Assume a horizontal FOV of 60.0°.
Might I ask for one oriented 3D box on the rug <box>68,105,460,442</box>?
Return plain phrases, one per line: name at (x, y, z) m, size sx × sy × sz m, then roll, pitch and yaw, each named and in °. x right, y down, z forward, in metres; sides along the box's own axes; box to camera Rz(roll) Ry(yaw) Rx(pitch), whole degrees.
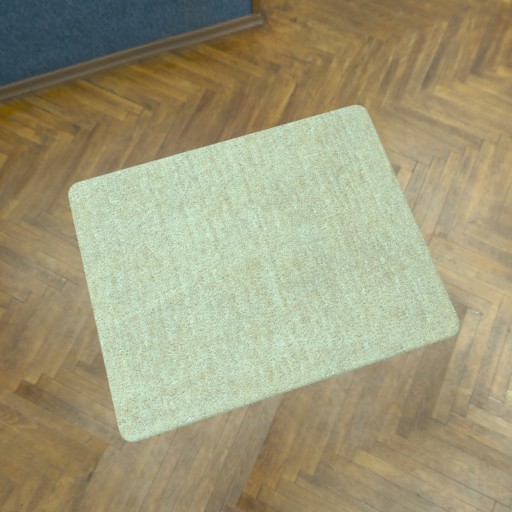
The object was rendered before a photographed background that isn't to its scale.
rug at (0.000, 0.000, 3.364) m, size 2.528 × 0.048 × 2.009 m, roll -17°, pitch 75°, yaw -5°
